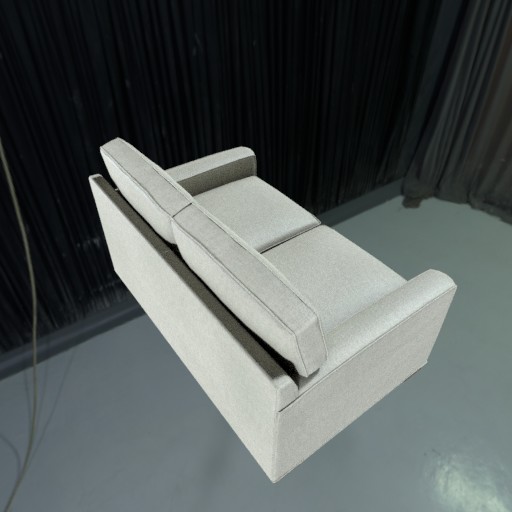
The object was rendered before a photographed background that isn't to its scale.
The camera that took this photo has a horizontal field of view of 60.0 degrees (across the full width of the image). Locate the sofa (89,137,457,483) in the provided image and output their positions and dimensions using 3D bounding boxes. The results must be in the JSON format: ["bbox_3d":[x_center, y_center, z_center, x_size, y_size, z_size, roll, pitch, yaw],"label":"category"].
[{"bbox_3d":[0.000,0.000,2.078,0.940,0.853,1.484,-26,47,-27],"label":"sofa"}]
